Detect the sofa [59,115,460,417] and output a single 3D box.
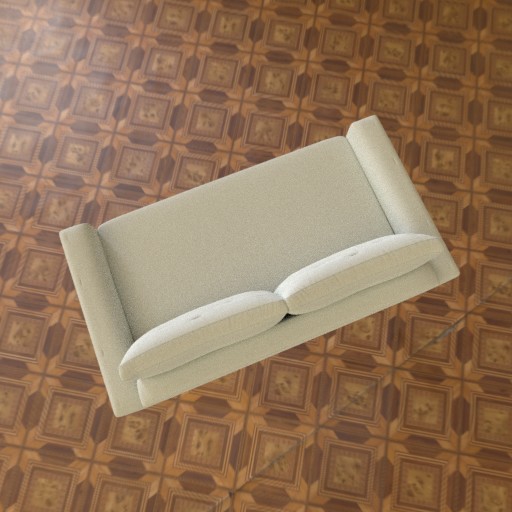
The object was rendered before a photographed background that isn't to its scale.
[{"bbox_3d":[0.000,0.000,2.143,1.650,0.790,0.920,-21,77,-5],"label":"sofa"}]
